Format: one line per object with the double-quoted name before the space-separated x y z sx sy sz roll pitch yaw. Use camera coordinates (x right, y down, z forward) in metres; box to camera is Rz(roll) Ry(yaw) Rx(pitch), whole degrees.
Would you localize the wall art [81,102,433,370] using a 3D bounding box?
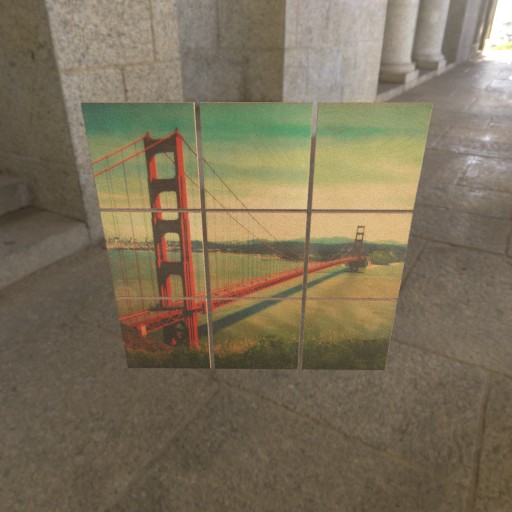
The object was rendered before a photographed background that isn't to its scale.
"wall art" 0.000 0.000 1.822 1.217 1.207 0.016 0 28 1
